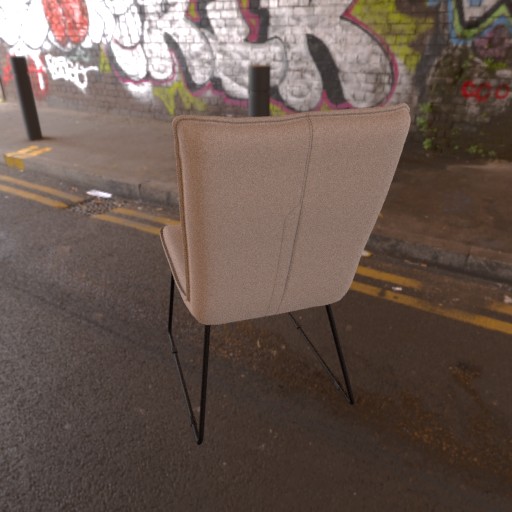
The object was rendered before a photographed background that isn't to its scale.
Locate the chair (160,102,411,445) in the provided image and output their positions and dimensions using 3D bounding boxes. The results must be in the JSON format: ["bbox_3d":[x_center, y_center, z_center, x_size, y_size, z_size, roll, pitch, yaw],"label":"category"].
[{"bbox_3d":[0.000,0.000,1.327,0.515,0.930,0.688,-8,28,-16],"label":"chair"}]
